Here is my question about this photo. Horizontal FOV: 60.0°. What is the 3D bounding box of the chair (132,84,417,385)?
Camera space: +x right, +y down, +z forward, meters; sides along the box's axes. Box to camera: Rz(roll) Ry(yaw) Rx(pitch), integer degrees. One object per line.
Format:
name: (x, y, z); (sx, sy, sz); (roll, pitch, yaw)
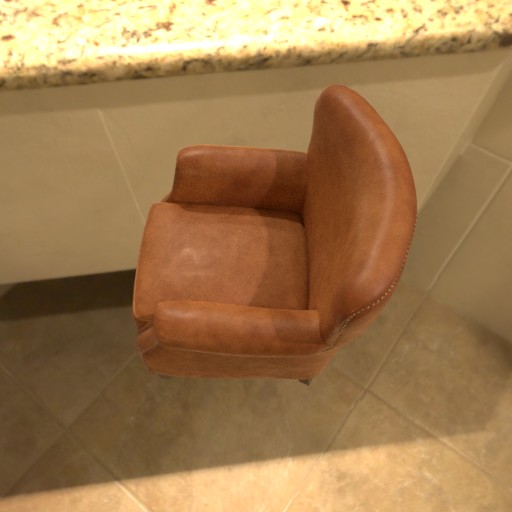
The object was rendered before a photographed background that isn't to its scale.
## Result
chair: (0.000, 0.000, 1.665); (0.921, 0.936, 0.861); (0, 58, 0)
